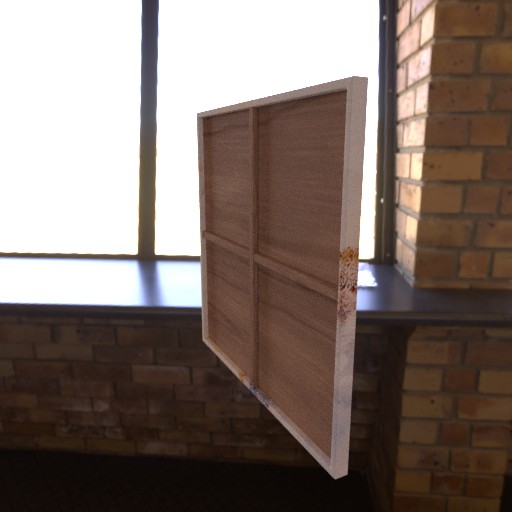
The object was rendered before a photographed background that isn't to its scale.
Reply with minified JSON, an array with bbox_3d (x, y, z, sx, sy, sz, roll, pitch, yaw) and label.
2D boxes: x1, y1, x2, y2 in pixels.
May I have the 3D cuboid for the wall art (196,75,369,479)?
[{"bbox_3d":[0.000,0.000,1.331,0.038,0.889,0.889,-7,15,-26],"label":"wall art"}]
